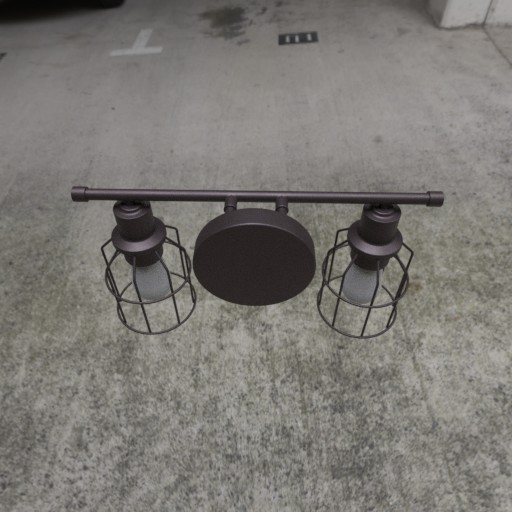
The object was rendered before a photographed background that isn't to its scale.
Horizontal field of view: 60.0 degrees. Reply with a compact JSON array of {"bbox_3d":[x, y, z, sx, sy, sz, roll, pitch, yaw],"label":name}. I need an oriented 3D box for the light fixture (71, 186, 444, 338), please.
[{"bbox_3d":[0.000,0.000,0.522,0.406,0.254,0.165,1,47,1],"label":"light fixture"}]
